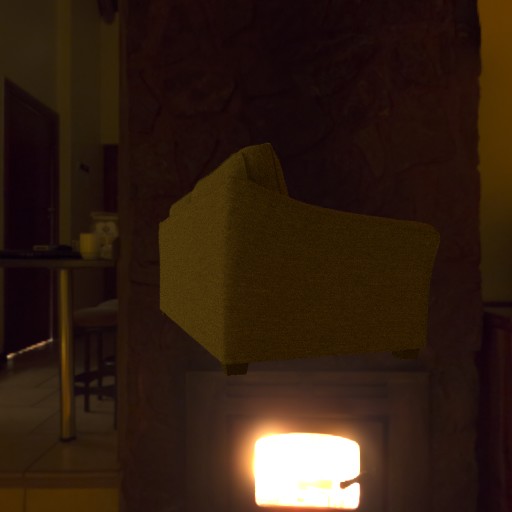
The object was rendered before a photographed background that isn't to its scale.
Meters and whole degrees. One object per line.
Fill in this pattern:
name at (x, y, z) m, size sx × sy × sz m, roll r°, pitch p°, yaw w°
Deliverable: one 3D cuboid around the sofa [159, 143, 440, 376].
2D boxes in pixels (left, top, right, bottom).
sofa at (0.000, 0.000, 2.811) m, size 0.971 × 0.950 × 2.270 m, roll 0°, pitch -1°, yaw -19°
